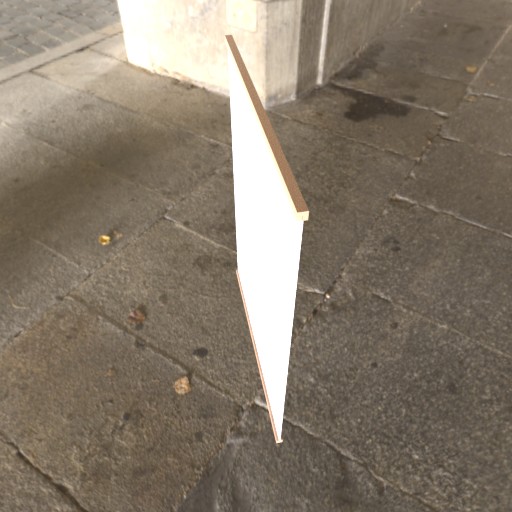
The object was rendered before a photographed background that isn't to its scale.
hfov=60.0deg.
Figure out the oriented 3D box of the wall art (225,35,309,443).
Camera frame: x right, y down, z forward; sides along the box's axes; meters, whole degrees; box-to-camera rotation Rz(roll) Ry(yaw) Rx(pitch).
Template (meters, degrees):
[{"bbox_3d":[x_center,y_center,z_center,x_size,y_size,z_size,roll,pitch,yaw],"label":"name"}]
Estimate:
[{"bbox_3d":[0.000,0.000,0.814,0.012,0.608,0.459,-9,48,-8],"label":"wall art"}]
